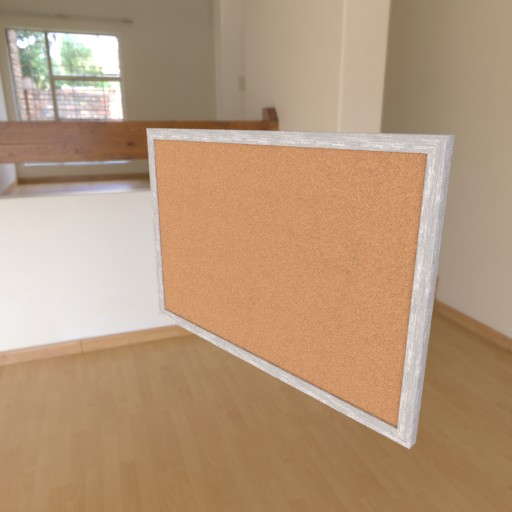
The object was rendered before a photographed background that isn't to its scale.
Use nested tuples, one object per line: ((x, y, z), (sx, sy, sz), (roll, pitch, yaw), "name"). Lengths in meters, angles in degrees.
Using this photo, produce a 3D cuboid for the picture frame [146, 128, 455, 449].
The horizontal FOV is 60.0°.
((0.000, 0.000, 1.175), (0.029, 0.640, 0.950), (-16, 23, -42), "picture frame")
